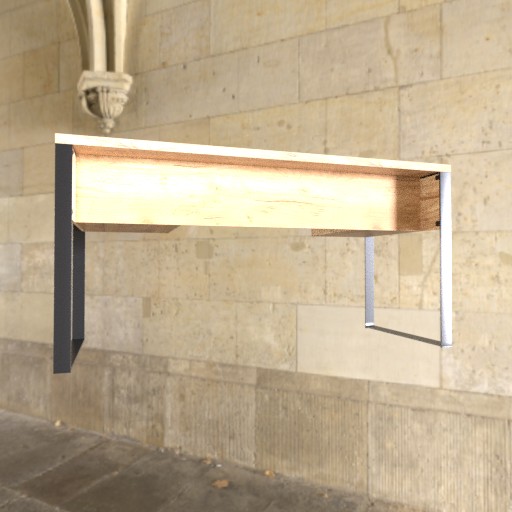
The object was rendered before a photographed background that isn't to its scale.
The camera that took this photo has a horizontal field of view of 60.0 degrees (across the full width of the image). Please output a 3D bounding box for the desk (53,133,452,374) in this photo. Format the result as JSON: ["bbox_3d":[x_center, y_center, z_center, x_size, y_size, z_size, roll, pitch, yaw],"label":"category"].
[{"bbox_3d":[0.000,0.000,1.910,1.520,0.760,0.600,0,-1,-17],"label":"desk"}]
